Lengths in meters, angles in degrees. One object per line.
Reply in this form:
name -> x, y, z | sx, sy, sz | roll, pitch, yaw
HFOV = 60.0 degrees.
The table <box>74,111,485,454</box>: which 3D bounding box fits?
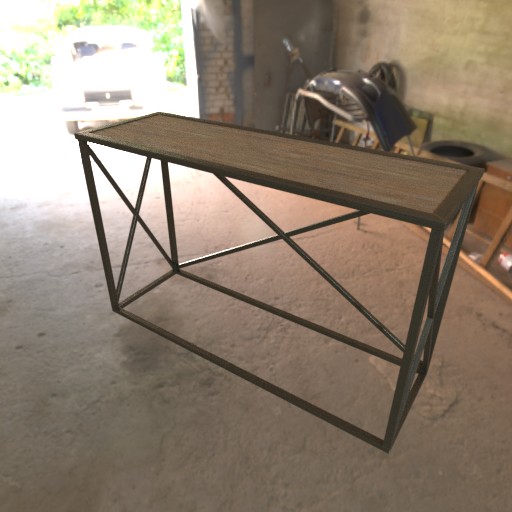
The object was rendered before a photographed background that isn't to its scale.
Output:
table -> 0.000, 0.000, 1.534 | 1.216, 0.753, 0.402 | 19, 35, 29
